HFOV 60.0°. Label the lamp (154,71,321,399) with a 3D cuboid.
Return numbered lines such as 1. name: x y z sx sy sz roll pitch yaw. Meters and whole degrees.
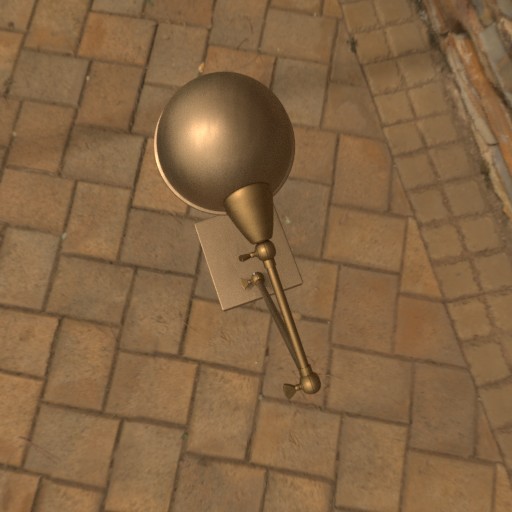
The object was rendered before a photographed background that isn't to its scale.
1. lamp: 0.000 0.000 0.552 0.149 0.371 0.339 -19 77 -4
